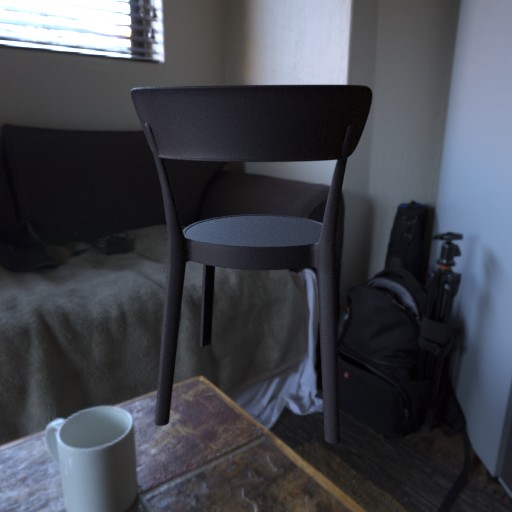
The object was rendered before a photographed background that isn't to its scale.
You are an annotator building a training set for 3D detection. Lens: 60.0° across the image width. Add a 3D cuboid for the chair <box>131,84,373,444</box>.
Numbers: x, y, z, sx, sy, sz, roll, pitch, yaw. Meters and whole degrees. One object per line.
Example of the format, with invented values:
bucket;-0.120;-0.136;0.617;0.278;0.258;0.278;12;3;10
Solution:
chair;0.000;0.000;1.137;0.506;0.790;0.491;3;17;8
